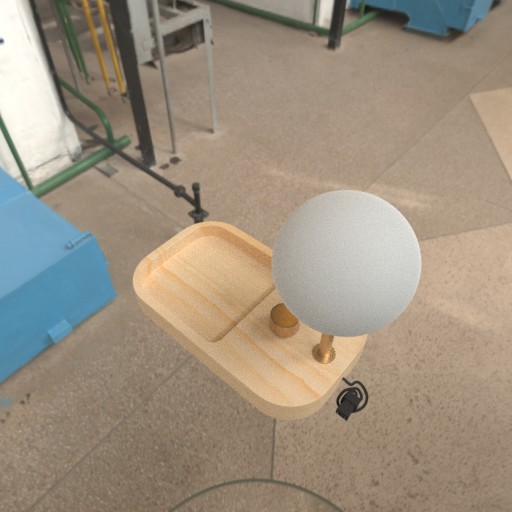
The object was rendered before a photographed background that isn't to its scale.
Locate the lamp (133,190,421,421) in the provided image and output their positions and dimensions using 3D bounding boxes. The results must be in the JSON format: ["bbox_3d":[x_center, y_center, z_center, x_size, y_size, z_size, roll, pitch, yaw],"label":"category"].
[{"bbox_3d":[0.000,0.000,0.476,0.331,0.253,0.173,33,55,26],"label":"lamp"}]
